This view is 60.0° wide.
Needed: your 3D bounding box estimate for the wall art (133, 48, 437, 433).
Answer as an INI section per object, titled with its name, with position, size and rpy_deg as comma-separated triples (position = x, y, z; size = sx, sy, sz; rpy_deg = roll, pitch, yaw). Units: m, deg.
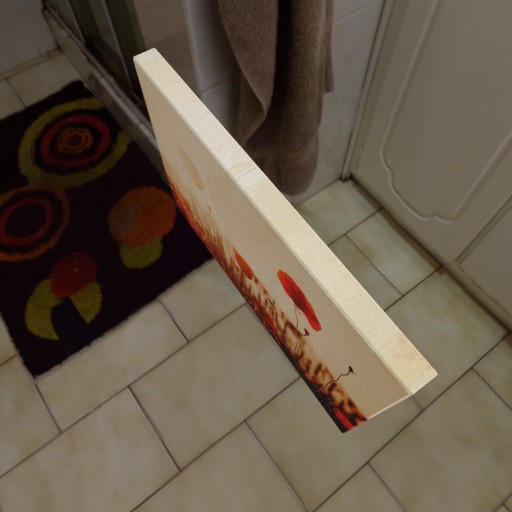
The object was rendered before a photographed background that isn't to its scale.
[wall art]
position = 0.000, 0.000, 0.751
size = 0.040, 0.402, 0.613
rpy_deg = -32, 67, -15
